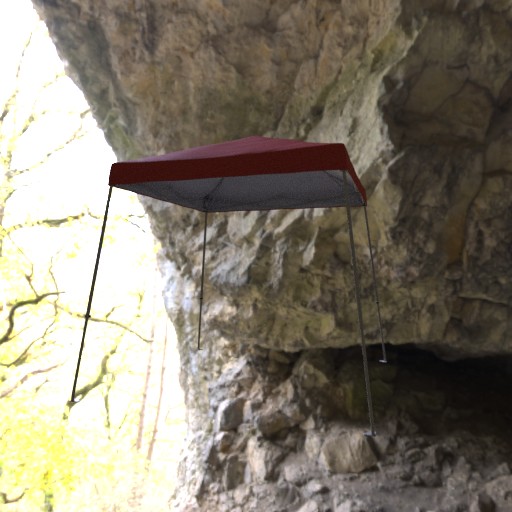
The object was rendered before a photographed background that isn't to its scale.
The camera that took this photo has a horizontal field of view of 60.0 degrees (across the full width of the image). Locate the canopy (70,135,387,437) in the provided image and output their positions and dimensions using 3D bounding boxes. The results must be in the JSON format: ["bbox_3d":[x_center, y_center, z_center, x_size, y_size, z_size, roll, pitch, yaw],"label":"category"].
[{"bbox_3d":[0.000,0.000,5.214,2.849,2.849,2.848,0,-1,18],"label":"canopy"}]
